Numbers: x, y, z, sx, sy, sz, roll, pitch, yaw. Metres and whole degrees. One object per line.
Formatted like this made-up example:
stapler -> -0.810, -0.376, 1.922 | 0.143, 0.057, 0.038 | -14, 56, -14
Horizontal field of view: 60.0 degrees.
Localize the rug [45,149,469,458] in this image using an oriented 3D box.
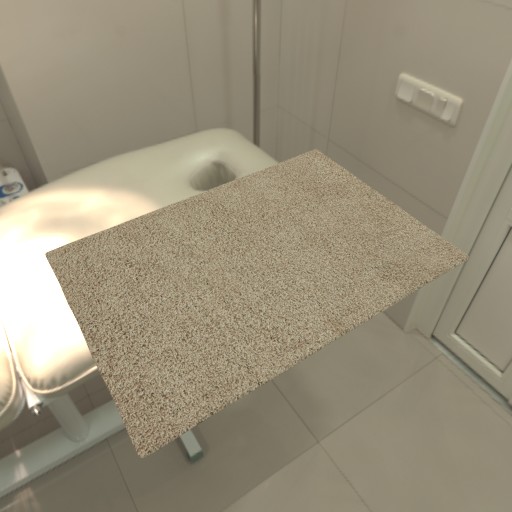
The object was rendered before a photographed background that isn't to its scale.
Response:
rug -> 0.000, 0.000, 2.245 | 1.778, 0.030, 1.219 | -25, 50, -23
